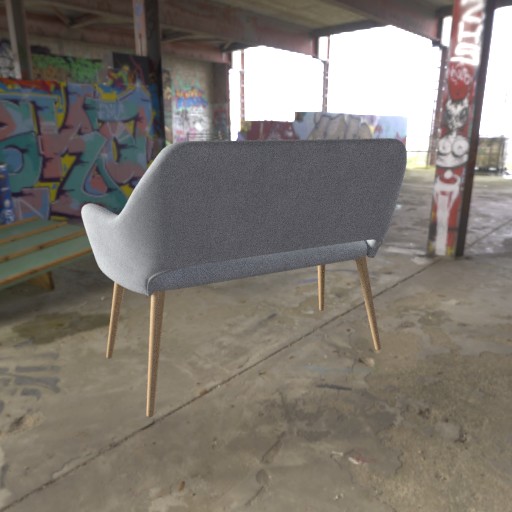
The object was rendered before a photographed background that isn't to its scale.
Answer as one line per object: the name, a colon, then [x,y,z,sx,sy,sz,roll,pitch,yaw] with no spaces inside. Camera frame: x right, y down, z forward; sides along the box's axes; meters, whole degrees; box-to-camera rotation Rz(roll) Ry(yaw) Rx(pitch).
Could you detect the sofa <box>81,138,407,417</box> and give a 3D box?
sofa: [0.000,0.000,1.627,1.150,0.840,0.610,-8,18,-26]
